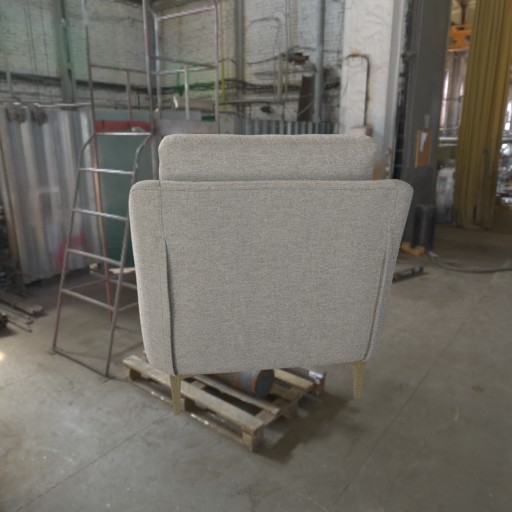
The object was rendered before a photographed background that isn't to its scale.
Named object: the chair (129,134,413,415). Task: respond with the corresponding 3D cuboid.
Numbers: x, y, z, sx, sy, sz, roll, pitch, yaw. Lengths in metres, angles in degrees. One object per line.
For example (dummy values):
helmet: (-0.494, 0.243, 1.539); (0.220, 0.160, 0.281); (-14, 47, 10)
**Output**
chair: (0.000, 0.000, 1.702); (0.986, 0.902, 0.961); (-2, 15, -9)
